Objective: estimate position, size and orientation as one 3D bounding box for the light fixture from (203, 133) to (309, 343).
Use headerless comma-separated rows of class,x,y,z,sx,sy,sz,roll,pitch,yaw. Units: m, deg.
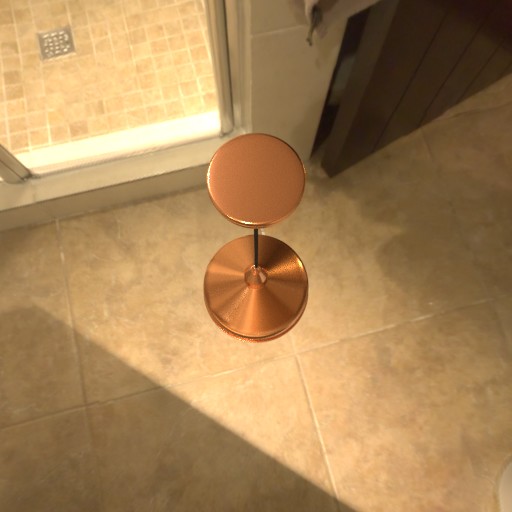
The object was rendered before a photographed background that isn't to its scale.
light fixture,0.000,0.000,0.913,0.301,0.754,0.301,38,78,9
